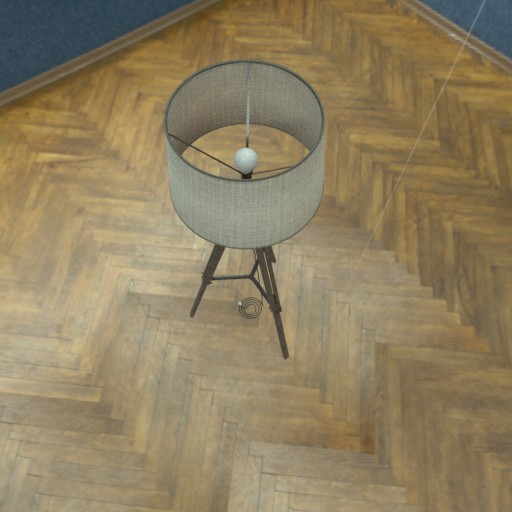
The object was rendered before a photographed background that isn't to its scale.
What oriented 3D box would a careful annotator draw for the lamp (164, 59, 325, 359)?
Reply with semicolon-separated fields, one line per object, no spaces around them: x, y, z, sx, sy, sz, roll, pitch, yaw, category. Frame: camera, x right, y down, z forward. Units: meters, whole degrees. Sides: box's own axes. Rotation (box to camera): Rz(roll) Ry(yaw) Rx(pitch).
0.000;0.000;1.822;0.604;1.510;0.587;-34;68;-15;lamp
